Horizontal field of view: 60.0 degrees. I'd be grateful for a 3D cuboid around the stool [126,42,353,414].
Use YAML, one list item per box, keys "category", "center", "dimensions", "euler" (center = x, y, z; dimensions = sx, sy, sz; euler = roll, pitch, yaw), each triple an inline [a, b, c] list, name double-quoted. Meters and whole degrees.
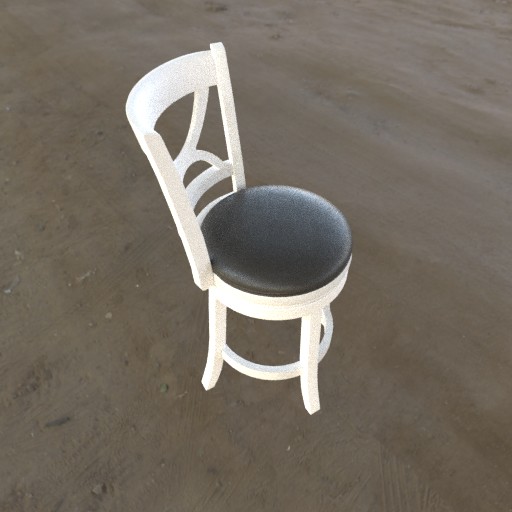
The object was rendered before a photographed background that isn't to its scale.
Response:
- category: "stool"
  center: [0.000, 0.000, 1.224]
  dimensions: [0.508, 0.953, 0.444]
  euler: [10, 46, 10]
